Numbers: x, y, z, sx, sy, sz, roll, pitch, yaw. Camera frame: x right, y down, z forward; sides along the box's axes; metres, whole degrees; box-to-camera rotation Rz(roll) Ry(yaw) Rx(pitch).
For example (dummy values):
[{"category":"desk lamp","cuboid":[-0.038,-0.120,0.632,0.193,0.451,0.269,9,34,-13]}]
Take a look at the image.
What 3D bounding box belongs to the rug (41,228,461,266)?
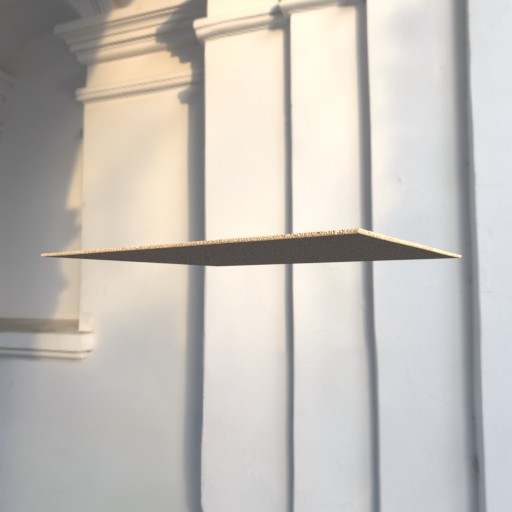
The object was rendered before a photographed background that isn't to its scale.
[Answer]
[{"category":"rug","cuboid":[0.000,0.000,4.047,3.000,0.026,2.400,-3,-5,36]}]
